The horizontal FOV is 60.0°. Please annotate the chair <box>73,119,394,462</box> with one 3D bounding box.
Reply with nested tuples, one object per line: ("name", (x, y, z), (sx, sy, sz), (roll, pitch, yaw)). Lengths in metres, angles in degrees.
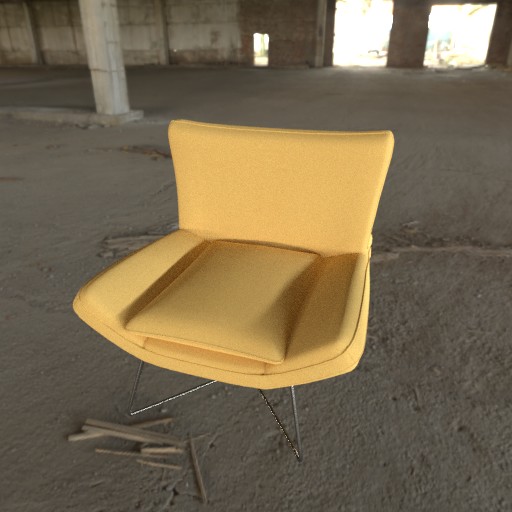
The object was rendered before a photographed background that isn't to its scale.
("chair", (0.000, 0.000, 1.608), (0.859, 0.855, 1.008), (8, 27, 16))
